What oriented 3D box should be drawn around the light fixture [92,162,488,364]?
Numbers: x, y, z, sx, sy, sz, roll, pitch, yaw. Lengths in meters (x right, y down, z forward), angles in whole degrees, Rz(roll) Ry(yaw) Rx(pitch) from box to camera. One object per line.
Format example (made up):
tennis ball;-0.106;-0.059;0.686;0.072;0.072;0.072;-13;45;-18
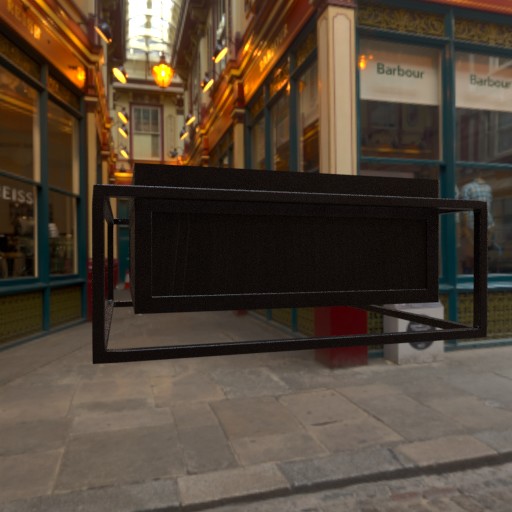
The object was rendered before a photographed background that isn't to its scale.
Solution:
light fixture;0.000;0.000;0.673;0.441;0.191;0.441;0;1;-17
